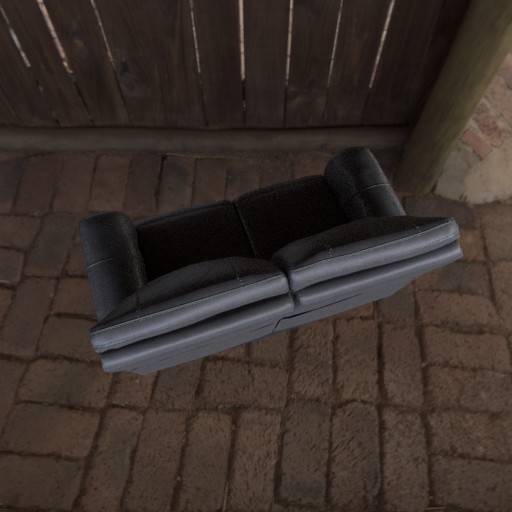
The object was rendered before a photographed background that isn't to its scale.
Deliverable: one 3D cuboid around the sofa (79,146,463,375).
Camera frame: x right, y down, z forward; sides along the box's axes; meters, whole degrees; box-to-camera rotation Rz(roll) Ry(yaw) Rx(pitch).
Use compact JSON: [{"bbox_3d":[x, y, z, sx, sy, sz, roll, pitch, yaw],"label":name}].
[{"bbox_3d":[0.000,0.000,2.468,1.765,1.111,1.104,-16,60,-10],"label":"sofa"}]
